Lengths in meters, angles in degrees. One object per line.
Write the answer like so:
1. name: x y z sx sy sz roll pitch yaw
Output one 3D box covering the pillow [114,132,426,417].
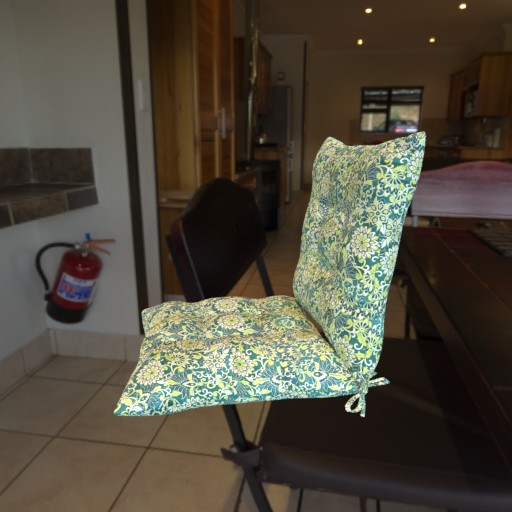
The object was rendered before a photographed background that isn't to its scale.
1. pillow: 0.000 0.000 1.010 0.585 0.536 0.541 -2 15 -9
